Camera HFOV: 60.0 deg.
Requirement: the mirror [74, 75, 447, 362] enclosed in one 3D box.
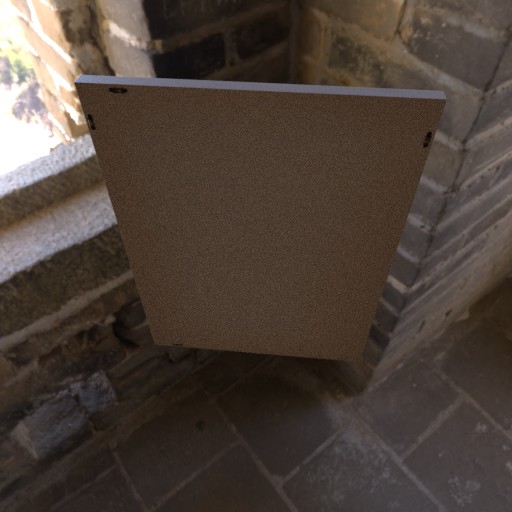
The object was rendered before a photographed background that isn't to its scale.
[{"bbox_3d":[0.000,0.000,1.283,0.762,1.016,0.041,4,47,4],"label":"mirror"}]
